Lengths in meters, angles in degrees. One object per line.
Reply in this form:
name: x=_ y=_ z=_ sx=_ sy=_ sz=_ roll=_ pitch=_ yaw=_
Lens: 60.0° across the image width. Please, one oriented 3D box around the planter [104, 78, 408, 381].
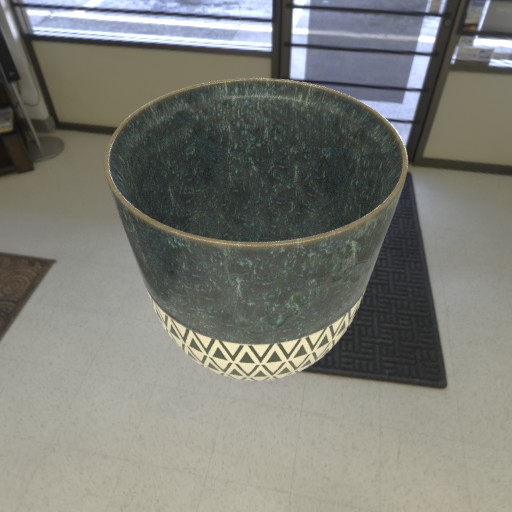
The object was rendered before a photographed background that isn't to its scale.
planter: x=0.000 y=0.000 z=0.367 sx=0.195 sy=0.214 sz=0.195 roll=0 pitch=46 yaw=0
